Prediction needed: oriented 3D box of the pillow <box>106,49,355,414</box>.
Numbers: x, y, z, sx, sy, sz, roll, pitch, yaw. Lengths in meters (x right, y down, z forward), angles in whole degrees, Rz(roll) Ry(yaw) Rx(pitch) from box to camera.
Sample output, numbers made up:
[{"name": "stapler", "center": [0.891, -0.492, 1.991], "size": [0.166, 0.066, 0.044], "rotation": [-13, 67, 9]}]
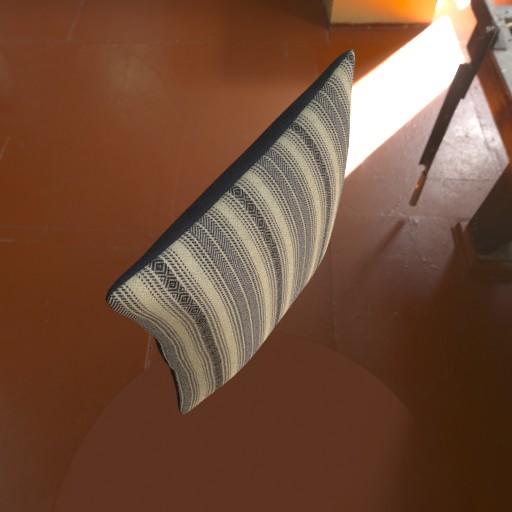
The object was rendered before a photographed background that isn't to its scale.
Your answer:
[{"name": "pillow", "center": [0.000, 0.000, 0.777], "size": [0.166, 0.508, 0.520], "rotation": [31, 64, 18]}]
